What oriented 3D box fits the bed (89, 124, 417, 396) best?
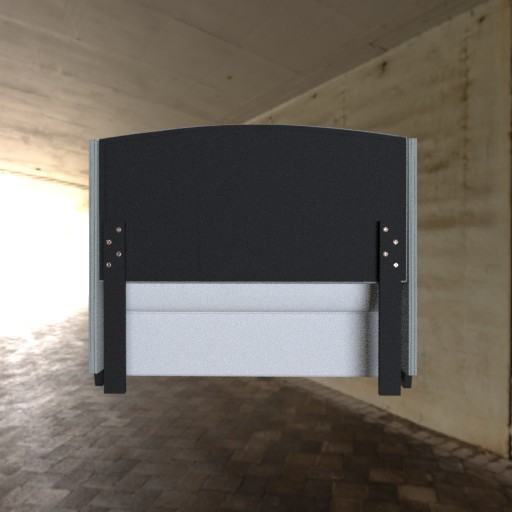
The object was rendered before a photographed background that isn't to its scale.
[{"bbox_3d":[0.000,0.000,3.393,1.710,1.407,2.237,0,1,1],"label":"bed"}]
